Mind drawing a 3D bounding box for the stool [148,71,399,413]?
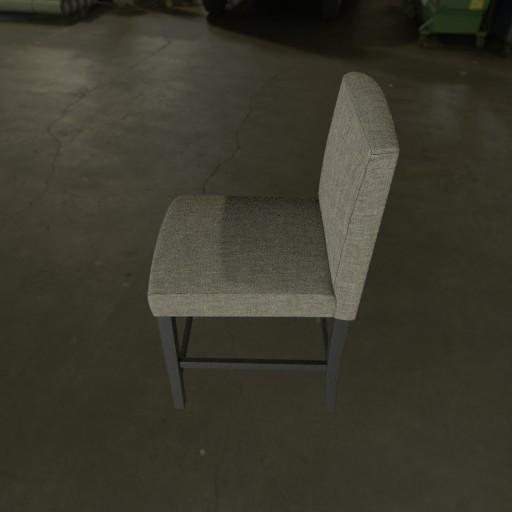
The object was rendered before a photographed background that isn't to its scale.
[{"bbox_3d":[0.000,0.000,1.278,0.552,0.966,0.451,1,40,1],"label":"stool"}]
